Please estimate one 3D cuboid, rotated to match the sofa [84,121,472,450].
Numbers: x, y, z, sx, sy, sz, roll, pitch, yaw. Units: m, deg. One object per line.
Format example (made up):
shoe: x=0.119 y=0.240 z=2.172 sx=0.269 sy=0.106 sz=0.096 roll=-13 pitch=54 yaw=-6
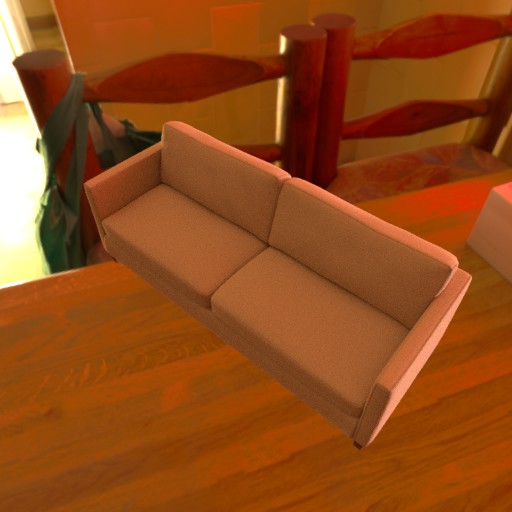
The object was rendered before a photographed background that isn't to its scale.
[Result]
sofa: x=0.000 y=0.000 z=2.903 sx=2.361 sy=0.968 sz=0.951 roll=32 pitch=54 yaw=27
